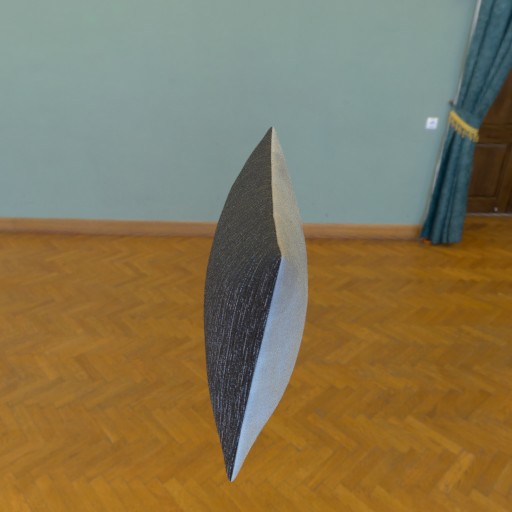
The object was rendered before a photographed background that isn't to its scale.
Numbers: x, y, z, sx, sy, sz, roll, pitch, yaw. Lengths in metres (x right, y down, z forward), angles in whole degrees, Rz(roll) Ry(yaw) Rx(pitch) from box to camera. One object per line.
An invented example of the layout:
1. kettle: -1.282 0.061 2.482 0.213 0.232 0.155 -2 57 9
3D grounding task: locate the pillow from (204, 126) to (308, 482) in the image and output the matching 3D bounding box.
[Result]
1. pillow: 0.000 0.000 0.736 0.156 0.305 0.608 0 27 1
